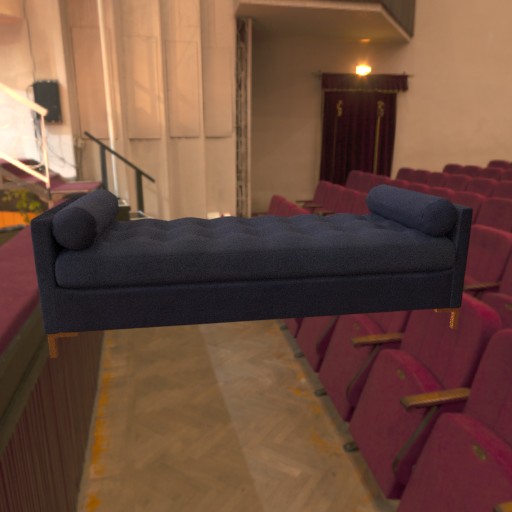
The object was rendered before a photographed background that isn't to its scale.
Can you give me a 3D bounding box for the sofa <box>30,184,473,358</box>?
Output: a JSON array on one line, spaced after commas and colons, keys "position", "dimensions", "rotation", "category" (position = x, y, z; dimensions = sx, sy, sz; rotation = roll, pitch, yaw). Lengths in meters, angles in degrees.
[{"position": [0.000, 0.000, 2.474], "dimensions": [2.102, 0.705, 0.796], "rotation": [-2, 15, -9], "category": "sofa"}]
